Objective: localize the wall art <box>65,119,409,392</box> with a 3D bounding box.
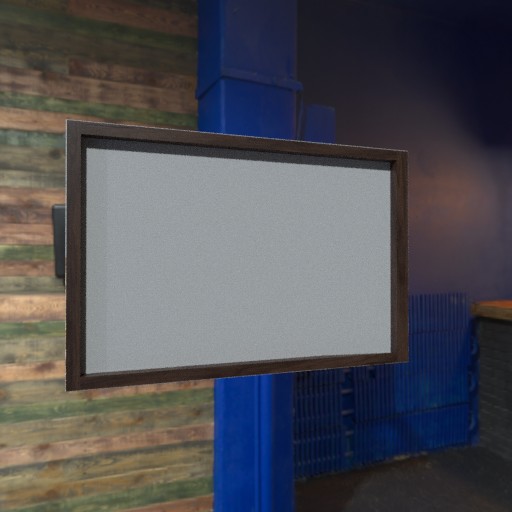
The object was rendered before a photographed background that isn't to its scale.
[{"bbox_3d":[0.000,0.000,1.159,0.914,0.610,0.050,0,0,-19],"label":"wall art"}]
